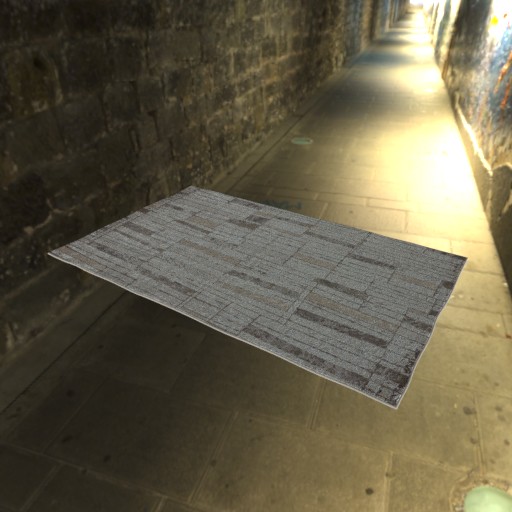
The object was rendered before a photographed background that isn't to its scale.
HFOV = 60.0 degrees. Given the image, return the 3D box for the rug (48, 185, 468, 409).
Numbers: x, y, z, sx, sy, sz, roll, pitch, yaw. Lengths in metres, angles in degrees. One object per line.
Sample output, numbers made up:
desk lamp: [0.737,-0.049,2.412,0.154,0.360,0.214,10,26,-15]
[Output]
rug: [0.000,0.000,3.027,2.444,0.023,1.531,18,35,28]
